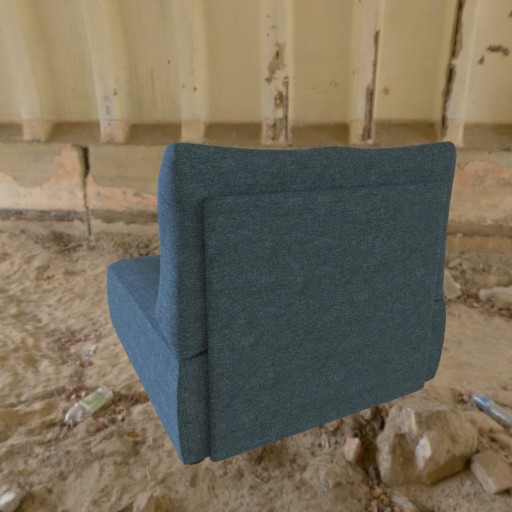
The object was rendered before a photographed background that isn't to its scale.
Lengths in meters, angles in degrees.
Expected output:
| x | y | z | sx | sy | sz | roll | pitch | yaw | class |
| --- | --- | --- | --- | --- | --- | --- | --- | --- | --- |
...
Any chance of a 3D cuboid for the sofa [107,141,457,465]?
| x | y | z | sx | sy | sz | roll | pitch | yaw | class |
| --- | --- | --- | --- | --- | --- | --- | --- | --- | --- |
| 0.000 | 0.000 | 1.630 | 0.930 | 0.820 | 1.000 | -8 | 17 | -27 | sofa |
